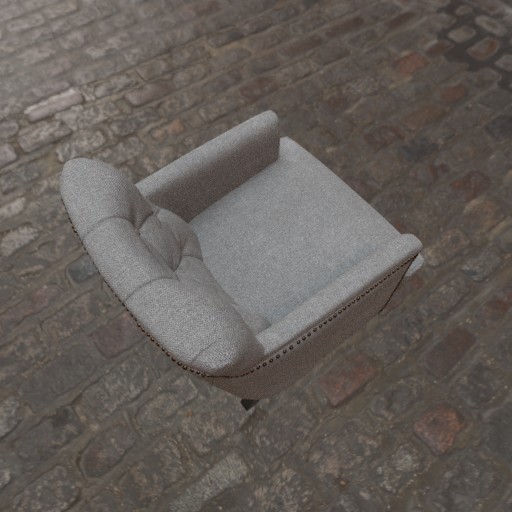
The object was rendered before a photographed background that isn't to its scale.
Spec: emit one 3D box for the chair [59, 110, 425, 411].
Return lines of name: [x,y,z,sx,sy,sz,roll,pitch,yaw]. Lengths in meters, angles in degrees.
chair: [0.000,0.000,1.481,0.902,0.823,0.737,-34,65,-18]
